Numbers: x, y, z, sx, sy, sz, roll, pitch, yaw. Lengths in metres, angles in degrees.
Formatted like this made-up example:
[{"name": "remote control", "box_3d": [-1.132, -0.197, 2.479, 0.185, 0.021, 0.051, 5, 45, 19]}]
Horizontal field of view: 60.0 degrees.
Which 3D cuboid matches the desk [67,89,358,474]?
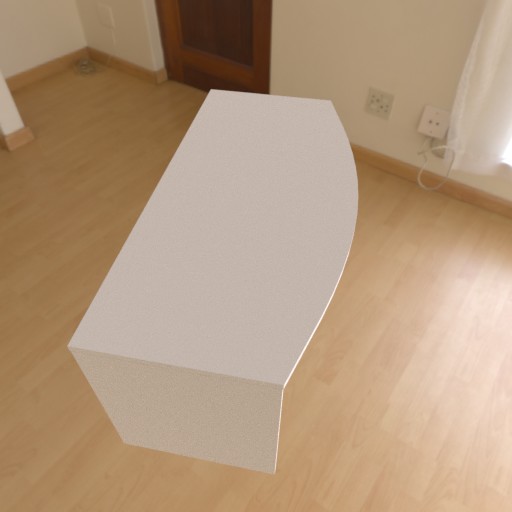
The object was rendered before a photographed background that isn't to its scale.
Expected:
[{"name": "desk", "box_3d": [0.000, 0.000, 2.041, 0.802, 0.750, 1.600, 8, 47, 8]}]
